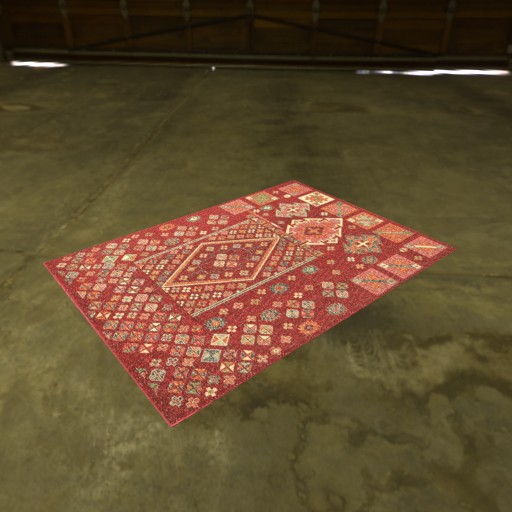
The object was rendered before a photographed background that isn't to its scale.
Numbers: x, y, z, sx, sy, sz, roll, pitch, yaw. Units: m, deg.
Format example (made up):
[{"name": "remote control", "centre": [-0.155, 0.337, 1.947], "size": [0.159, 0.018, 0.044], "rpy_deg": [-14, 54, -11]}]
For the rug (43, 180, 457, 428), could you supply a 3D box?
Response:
[{"name": "rug", "centre": [0.000, 0.000, 2.874], "size": [2.184, 0.007, 1.579], "rpy_deg": [-23, 39, -33]}]
